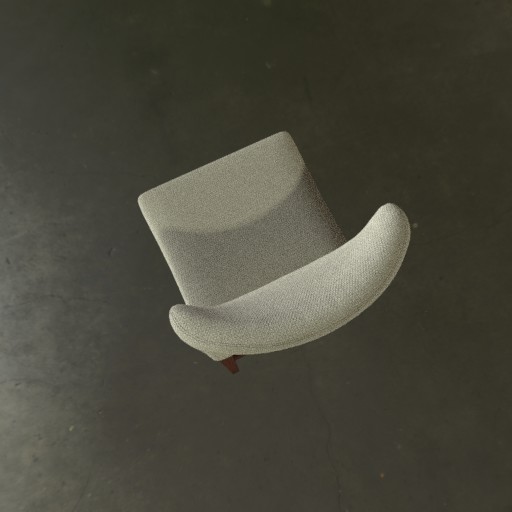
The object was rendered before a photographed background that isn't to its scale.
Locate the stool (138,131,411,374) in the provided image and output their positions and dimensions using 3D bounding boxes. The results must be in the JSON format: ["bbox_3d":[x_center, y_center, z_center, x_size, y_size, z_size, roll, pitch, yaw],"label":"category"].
[{"bbox_3d":[0.000,0.000,1.259,0.481,0.969,0.568,-25,77,-6],"label":"stool"}]
